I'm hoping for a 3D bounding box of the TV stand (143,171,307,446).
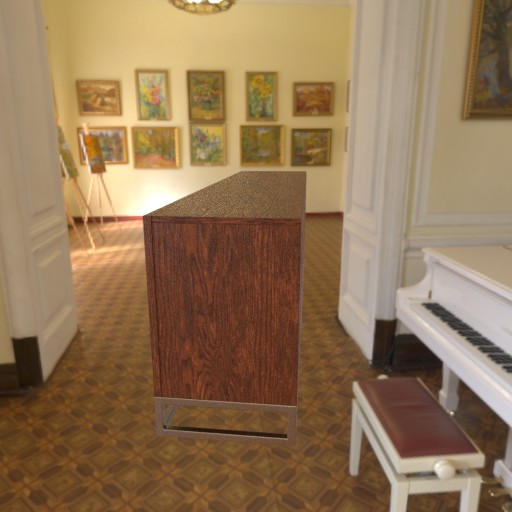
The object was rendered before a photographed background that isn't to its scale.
[{"bbox_3d":[0.000,0.000,1.801,0.382,0.578,1.541,2,15,6],"label":"TV stand"}]
